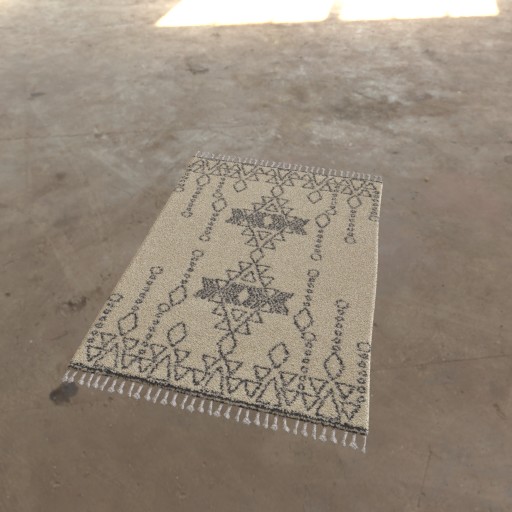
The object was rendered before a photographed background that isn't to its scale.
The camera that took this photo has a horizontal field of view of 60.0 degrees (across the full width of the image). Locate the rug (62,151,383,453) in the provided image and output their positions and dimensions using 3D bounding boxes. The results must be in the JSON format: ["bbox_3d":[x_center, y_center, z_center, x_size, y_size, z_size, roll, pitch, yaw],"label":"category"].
[{"bbox_3d":[0.000,0.000,3.949,2.125,0.028,3.027,10,46,9],"label":"rug"}]
